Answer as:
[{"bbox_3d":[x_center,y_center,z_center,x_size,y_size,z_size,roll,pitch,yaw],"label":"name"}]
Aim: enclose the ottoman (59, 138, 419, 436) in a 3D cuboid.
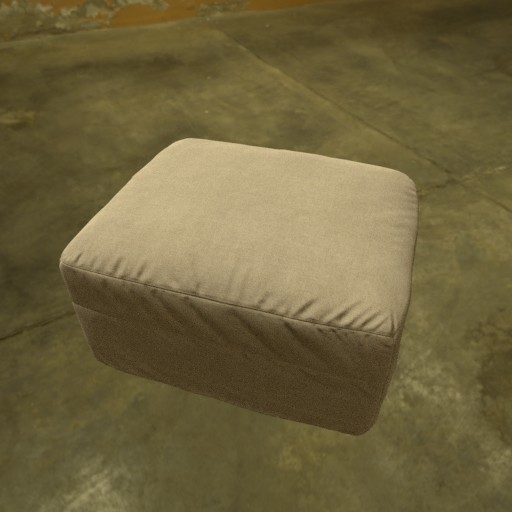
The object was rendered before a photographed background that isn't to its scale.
[{"bbox_3d":[0.000,0.000,1.271,0.837,0.481,0.683,12,42,14],"label":"ottoman"}]
